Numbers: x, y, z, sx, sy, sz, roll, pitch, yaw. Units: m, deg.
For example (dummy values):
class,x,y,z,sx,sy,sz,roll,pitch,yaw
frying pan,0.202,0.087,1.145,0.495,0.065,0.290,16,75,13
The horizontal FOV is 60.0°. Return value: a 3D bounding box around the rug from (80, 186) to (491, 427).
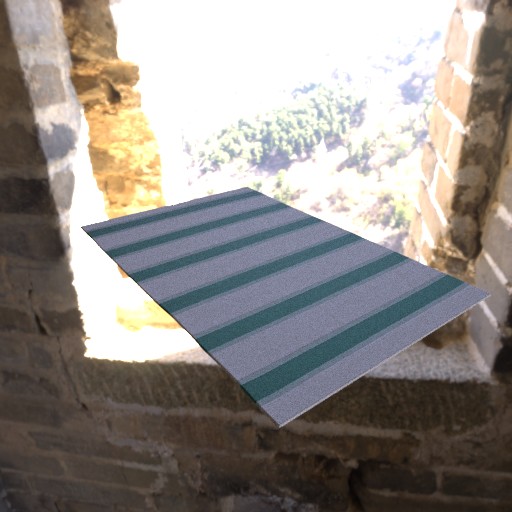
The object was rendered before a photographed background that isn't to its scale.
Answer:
class,x,y,z,sx,sy,sz,roll,pitch,yaw
rug,0.000,0.000,2.271,1.210,0.012,1.829,-19,33,-32
